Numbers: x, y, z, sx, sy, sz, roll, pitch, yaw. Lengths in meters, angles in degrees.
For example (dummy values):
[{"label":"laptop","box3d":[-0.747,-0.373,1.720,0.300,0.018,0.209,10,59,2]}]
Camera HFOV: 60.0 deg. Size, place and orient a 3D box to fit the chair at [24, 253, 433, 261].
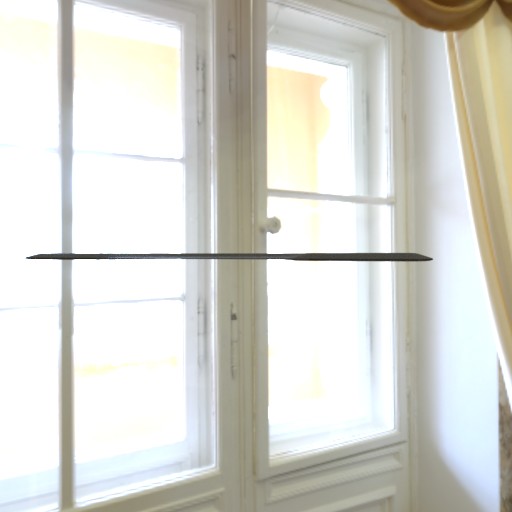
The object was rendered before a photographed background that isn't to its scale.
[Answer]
[{"label":"chair","box3d":[0.000,0.000,1.921,1.372,0.024,1.219,0,0,19]}]
